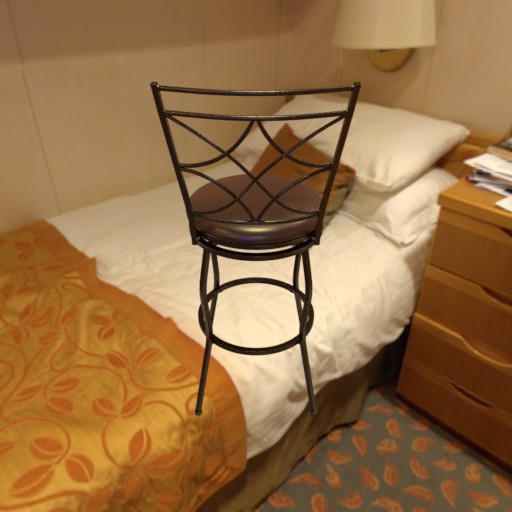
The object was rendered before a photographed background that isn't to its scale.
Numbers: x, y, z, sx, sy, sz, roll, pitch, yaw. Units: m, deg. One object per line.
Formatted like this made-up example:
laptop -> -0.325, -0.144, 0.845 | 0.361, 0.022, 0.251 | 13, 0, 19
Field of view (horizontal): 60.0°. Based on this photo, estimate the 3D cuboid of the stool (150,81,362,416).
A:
stool -> 0.000, 0.000, 1.391 | 0.434, 1.117, 0.534 | 0, 32, 0
